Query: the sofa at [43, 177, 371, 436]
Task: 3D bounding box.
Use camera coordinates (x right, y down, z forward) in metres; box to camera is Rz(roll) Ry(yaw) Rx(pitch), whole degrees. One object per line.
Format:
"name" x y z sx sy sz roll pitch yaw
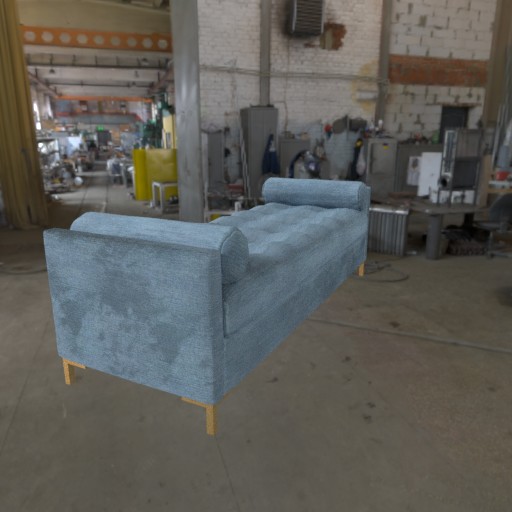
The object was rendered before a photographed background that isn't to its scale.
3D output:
"sofa" 0.000 0.000 2.483 0.796 0.705 2.102 8 17 26
